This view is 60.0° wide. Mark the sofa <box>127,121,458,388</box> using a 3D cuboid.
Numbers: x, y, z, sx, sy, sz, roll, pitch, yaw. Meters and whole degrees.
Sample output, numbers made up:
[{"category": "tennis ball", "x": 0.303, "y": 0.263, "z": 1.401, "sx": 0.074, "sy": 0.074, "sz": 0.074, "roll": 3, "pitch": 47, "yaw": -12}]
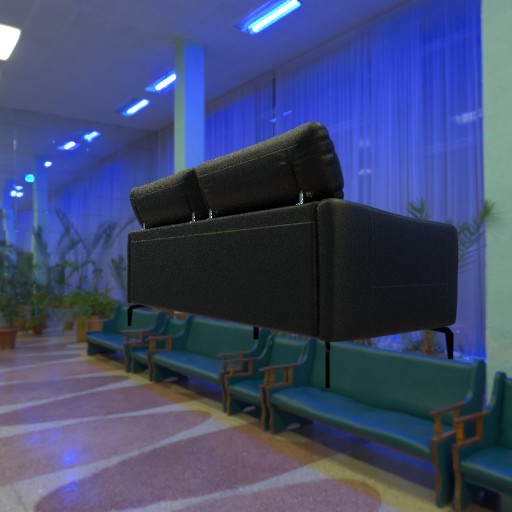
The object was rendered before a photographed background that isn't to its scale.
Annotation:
[{"category": "sofa", "x": 0.000, "y": 0.000, "z": 2.555, "sx": 0.856, "sy": 0.957, "sz": 2.069, "roll": 1, "pitch": -1, "yaw": -36}]
